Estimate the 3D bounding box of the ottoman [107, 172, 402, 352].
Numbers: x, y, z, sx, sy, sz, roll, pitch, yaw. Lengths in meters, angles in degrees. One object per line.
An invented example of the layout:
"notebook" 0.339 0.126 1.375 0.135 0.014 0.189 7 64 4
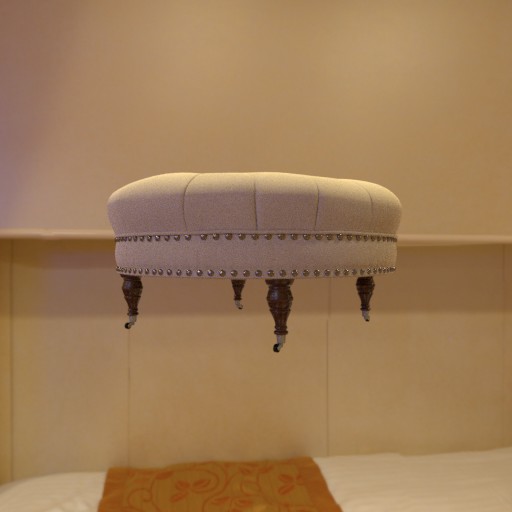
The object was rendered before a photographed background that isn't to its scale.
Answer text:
"ottoman" 0.000 0.000 1.407 0.901 0.439 0.901 0 1 0
